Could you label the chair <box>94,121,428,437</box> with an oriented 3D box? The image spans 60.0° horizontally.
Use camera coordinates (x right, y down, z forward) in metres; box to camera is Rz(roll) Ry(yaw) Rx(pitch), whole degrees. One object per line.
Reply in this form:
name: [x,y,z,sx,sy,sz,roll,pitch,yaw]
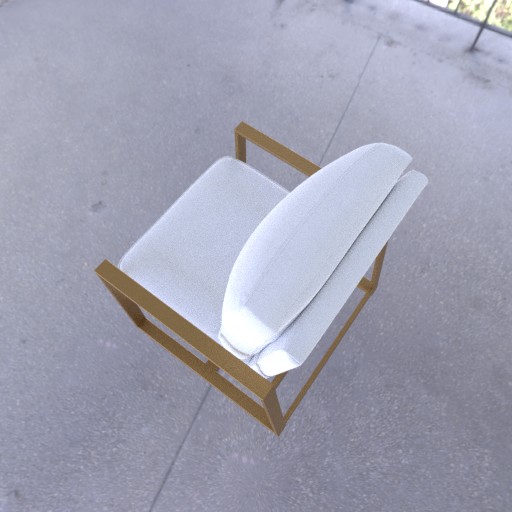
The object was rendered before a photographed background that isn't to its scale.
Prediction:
chair: [0.000,0.000,1.589,0.813,0.966,0.805,33,68,16]
